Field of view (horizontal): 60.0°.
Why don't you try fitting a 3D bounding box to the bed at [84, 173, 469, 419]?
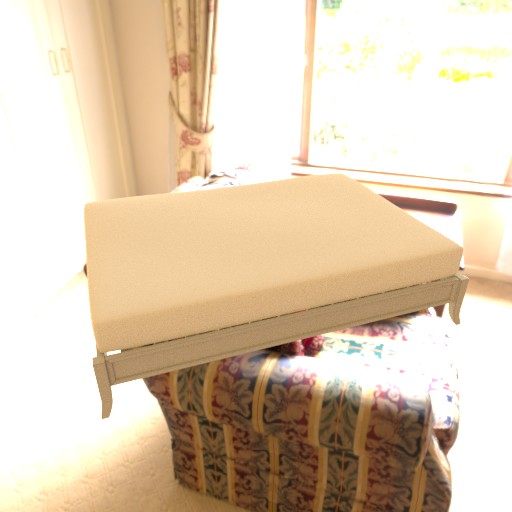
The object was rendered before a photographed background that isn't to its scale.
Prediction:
[{"bbox_3d":[0.000,0.000,2.733,1.985,0.510,1.460,-10,31,-17],"label":"bed"}]
